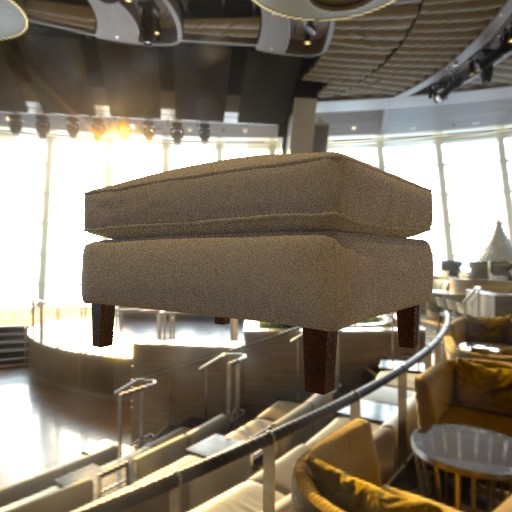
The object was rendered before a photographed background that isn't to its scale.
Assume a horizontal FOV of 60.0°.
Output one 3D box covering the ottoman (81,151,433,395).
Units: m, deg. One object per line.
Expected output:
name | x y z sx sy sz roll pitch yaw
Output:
ottoman | 0.000 0.000 0.991 0.665 0.406 0.501 0 0 37
